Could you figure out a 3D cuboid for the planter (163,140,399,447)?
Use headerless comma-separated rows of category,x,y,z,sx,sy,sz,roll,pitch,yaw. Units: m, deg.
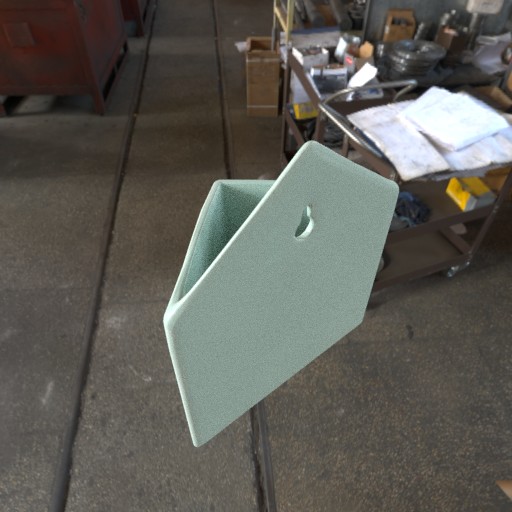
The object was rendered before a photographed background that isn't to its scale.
planter,0.000,0.000,0.278,0.164,0.197,0.079,-30,53,-26
